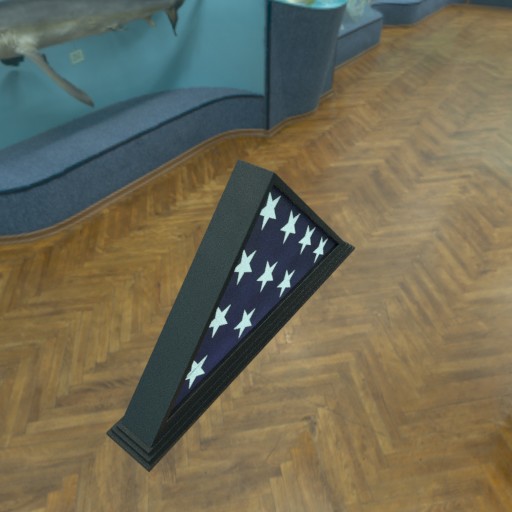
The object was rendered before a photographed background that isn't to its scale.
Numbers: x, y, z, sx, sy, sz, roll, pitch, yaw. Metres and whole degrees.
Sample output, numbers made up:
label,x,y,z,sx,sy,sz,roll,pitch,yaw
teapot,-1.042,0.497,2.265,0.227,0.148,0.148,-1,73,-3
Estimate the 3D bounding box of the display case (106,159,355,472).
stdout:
label,x,y,z,sx,sy,sz,roll,pitch,yaw
display case,0.000,0.000,0.749,0.095,0.340,0.640,26,46,27
